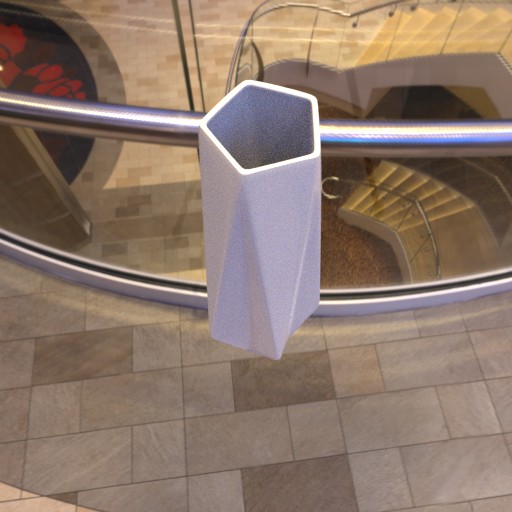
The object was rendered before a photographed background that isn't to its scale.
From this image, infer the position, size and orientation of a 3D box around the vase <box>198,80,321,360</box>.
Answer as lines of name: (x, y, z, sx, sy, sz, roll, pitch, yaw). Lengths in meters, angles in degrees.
vase: (0.000, 0.000, 0.387, 0.116, 0.329, 0.122, 34, 68, 16)
